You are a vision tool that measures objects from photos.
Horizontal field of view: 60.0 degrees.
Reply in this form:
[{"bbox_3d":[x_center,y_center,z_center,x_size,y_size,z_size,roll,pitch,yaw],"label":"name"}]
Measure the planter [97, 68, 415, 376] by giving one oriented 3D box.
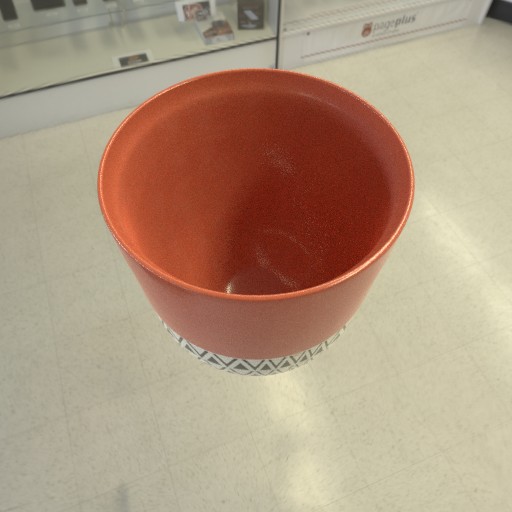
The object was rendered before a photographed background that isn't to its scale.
[{"bbox_3d":[0.000,0.000,0.365,0.195,0.214,0.195,0,57,0],"label":"planter"}]
